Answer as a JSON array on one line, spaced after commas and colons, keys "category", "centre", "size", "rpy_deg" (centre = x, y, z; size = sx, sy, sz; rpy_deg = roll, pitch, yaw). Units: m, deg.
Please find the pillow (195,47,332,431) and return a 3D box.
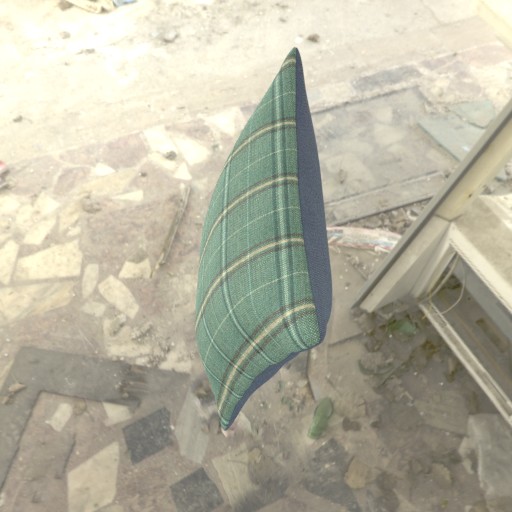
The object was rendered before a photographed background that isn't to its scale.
[{"category": "pillow", "centre": [0.000, 0.000, 0.703], "size": [0.200, 0.430, 0.453], "rpy_deg": [0, 58, 0]}]
